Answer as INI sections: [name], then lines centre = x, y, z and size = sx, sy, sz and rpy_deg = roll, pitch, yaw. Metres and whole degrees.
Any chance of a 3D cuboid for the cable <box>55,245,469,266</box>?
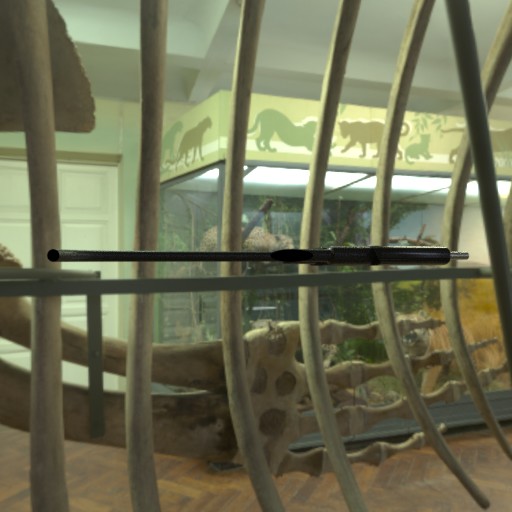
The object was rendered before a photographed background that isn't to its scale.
[cable]
centre = 0.000, 0.000, 0.113
size = 0.098, 0.006, 0.040
rpy_deg = 0, -1, -17
